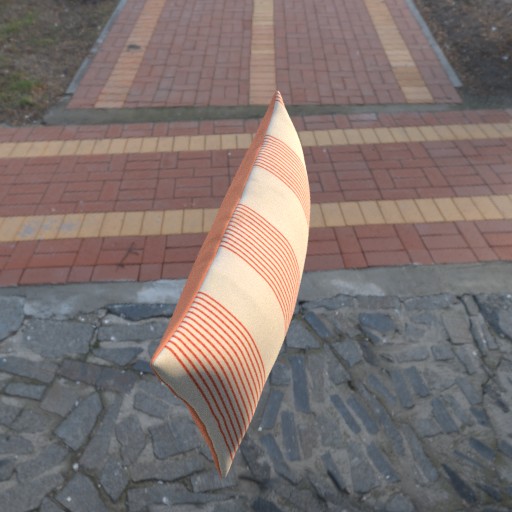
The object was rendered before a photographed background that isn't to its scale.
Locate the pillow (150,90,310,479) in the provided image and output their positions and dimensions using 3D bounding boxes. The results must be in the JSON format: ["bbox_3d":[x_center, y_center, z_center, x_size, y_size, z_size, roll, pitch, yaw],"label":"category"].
[{"bbox_3d":[0.000,0.000,0.731,0.156,0.292,0.608,10,47,9],"label":"pillow"}]
